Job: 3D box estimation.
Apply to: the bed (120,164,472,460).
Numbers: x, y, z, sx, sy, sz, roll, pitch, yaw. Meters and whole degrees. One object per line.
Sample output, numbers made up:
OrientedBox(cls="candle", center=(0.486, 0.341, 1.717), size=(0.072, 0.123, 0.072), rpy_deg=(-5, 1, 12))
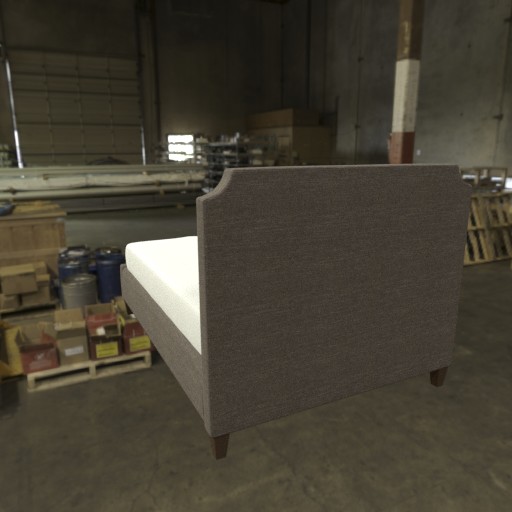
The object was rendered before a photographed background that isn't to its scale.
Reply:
OrientedBox(cls="bed", center=(0.000, 0.000, 3.449), size=(1.713, 1.457, 2.381), rpy_deg=(-7, 15, -26))
